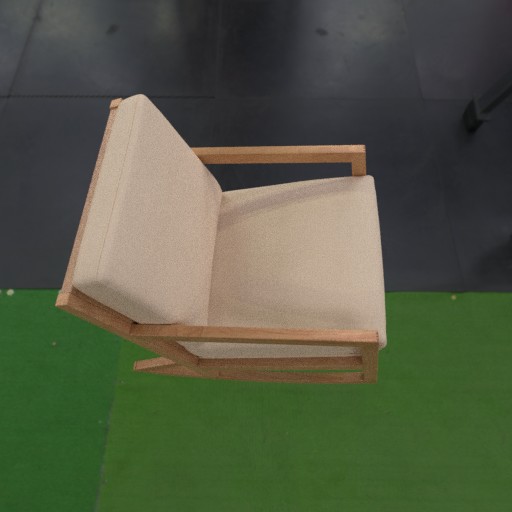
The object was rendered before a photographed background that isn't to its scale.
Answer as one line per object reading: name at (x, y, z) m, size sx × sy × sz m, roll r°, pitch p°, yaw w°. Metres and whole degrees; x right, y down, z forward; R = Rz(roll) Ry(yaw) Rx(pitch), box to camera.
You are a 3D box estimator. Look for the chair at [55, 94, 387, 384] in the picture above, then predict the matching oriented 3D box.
chair at (0.000, 0.000, 1.394) m, size 0.857 × 0.790 × 0.622 m, roll 3°, pitch 63°, yaw 1°
